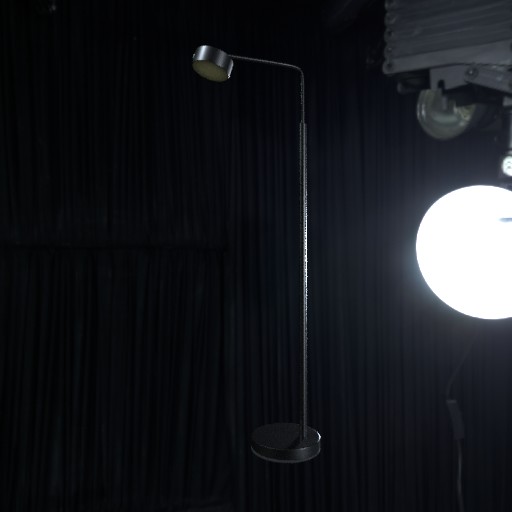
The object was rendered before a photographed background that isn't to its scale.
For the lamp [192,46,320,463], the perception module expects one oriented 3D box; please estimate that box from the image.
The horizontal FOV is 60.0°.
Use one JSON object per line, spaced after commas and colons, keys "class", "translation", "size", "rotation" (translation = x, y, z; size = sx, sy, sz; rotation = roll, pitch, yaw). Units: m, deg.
{"class": "lamp", "translation": [0.000, 0.000, 1.400], "size": [0.418, 1.230, 0.219], "rotation": [0, -1, -18]}
